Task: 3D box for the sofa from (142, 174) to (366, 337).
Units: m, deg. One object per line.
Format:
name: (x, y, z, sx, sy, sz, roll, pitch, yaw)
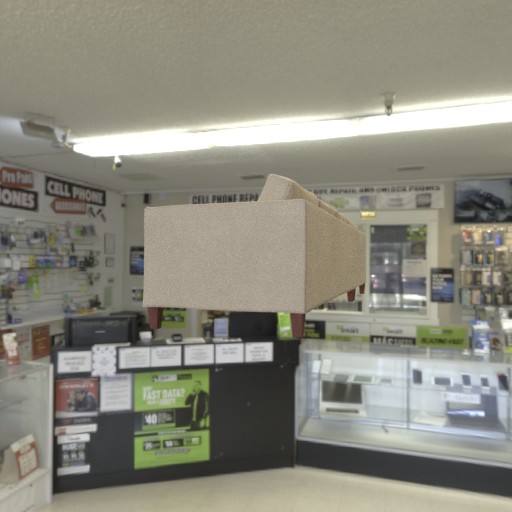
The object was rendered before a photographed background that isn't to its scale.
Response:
sofa: (0.000, 0.000, 3.918, 1.625, 0.846, 3.186, 0, -1, 19)
